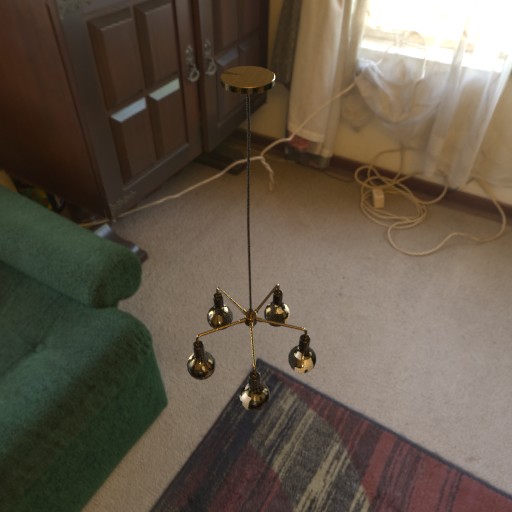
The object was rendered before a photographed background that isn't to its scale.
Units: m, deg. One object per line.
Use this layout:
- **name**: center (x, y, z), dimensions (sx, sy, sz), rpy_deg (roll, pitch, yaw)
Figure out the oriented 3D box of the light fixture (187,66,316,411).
- **light fixture**: center (0.000, 0.000, 1.228), dimensions (0.421, 0.988, 0.438), rpy_deg (10, 44, 10)
